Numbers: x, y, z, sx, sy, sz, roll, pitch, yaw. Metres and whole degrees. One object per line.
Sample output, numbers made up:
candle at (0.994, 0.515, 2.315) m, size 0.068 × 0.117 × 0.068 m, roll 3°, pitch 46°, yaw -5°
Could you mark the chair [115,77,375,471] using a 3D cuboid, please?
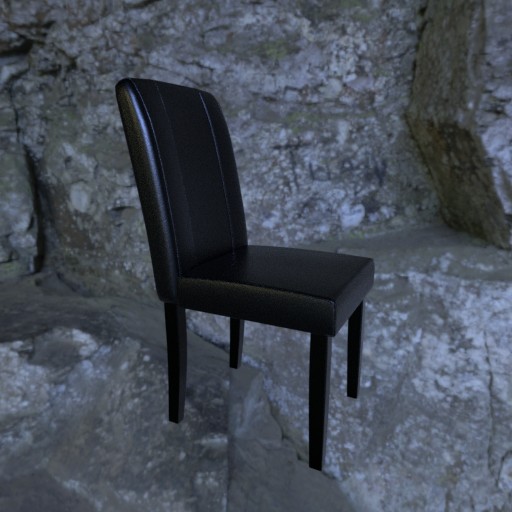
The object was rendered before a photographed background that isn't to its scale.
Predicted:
chair at (0.000, 0.000, 1.189) m, size 0.556 × 0.897 × 0.399 m, roll 7°, pitch 16°, yaw 25°
